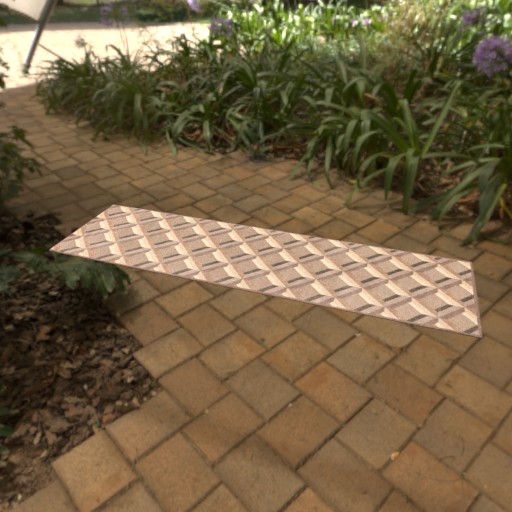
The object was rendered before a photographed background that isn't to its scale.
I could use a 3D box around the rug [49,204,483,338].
[{"bbox_3d":[0.000,0.000,2.644,2.437,0.013,0.685,10,33,16],"label":"rug"}]
